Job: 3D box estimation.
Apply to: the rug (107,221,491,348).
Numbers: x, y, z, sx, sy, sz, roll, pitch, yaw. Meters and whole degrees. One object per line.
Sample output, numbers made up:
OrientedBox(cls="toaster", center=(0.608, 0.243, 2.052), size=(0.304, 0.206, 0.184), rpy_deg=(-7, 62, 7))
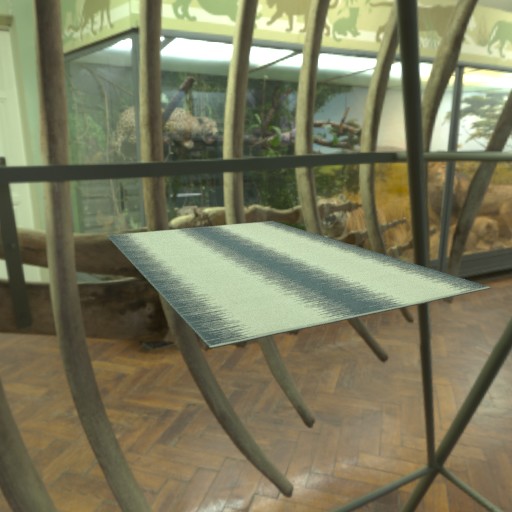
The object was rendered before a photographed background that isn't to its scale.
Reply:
OrientedBox(cls="rug", center=(0.000, 0.000, 2.349), size=(1.234, 0.006, 1.854), rpy_deg=(-7, 16, -26))
